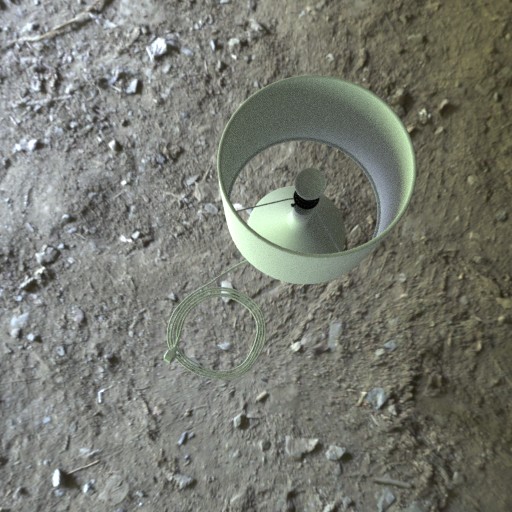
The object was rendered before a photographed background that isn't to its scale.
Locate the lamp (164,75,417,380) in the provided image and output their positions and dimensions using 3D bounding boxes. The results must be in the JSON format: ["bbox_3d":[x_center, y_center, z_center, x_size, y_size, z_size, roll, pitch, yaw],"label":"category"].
[{"bbox_3d":[0.000,0.000,0.873,0.546,0.457,0.401,-22,77,-5],"label":"lamp"}]
